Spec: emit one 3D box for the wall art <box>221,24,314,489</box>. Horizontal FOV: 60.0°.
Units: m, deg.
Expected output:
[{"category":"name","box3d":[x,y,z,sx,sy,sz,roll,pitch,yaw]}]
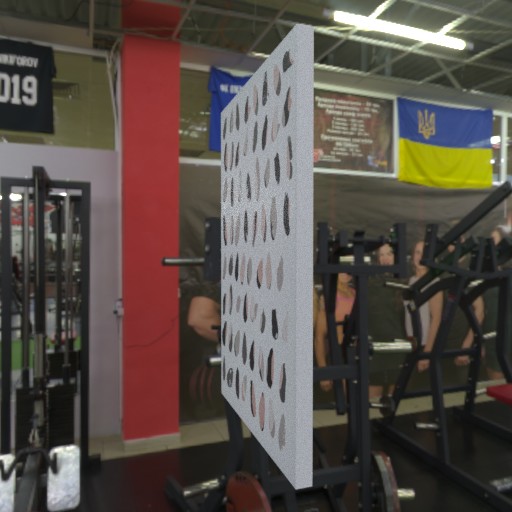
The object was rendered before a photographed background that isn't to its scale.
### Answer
[{"category":"wall art","box3d":[0.000,0.000,1.165,0.037,0.916,0.610,0,1,-18]}]
